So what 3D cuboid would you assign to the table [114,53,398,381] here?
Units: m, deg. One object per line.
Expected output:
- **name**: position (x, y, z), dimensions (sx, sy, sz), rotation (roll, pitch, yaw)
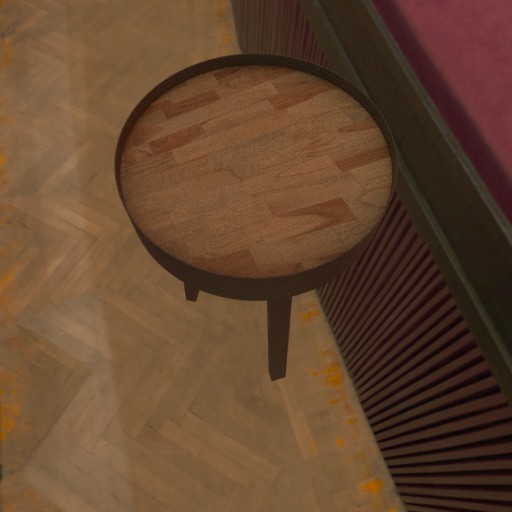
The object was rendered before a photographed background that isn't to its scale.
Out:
- **table**: position (0.000, 0.000, 0.948), dimensions (0.406, 0.686, 0.406), rotation (-14, 64, -7)
